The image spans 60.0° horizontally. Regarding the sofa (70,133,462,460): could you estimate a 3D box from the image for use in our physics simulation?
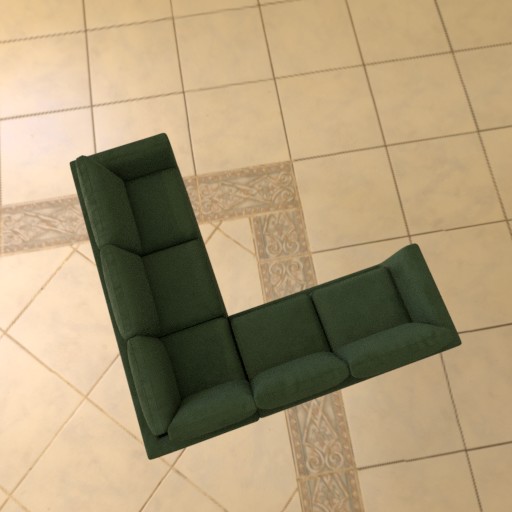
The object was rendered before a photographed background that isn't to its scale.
[{"bbox_3d":[0.000,0.000,3.751,2.468,1.004,2.452,-19,77,-4],"label":"sofa"}]
